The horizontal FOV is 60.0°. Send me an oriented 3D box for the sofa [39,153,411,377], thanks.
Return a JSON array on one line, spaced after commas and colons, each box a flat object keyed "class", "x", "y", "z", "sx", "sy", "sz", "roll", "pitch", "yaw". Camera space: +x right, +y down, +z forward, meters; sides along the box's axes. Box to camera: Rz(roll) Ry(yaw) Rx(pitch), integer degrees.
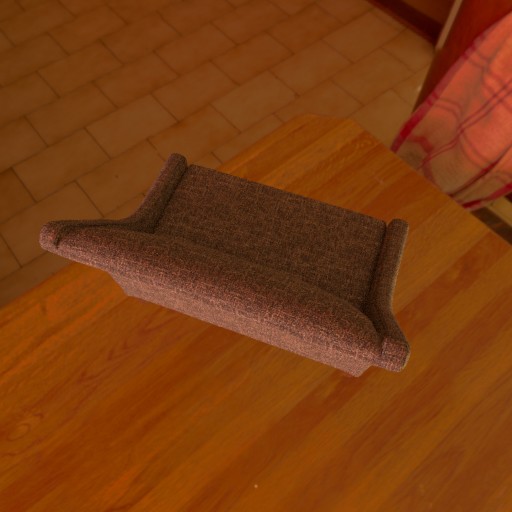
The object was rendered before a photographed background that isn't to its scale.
[{"class": "sofa", "x": 0.000, "y": 0.000, "z": 1.959, "sx": 1.242, "sy": 1.021, "sz": 0.870, "roll": 18, "pitch": 64, "yaw": 9}]
